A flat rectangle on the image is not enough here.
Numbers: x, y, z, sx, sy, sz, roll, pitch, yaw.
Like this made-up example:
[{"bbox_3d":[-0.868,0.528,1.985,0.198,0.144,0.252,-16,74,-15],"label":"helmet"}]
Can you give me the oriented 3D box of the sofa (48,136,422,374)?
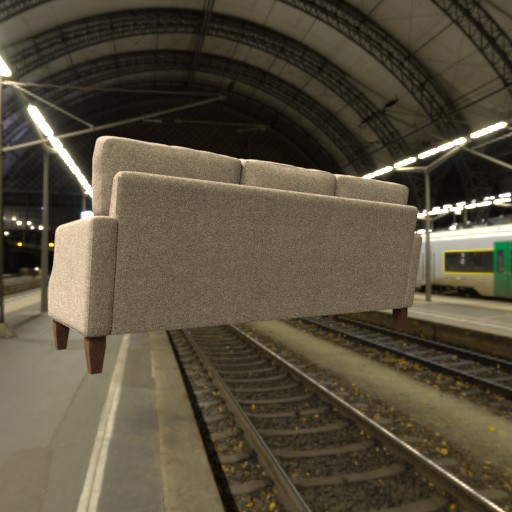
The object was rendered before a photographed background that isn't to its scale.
[{"bbox_3d":[0.000,0.000,2.617,2.115,0.984,0.888,1,-1,-36],"label":"sofa"}]
